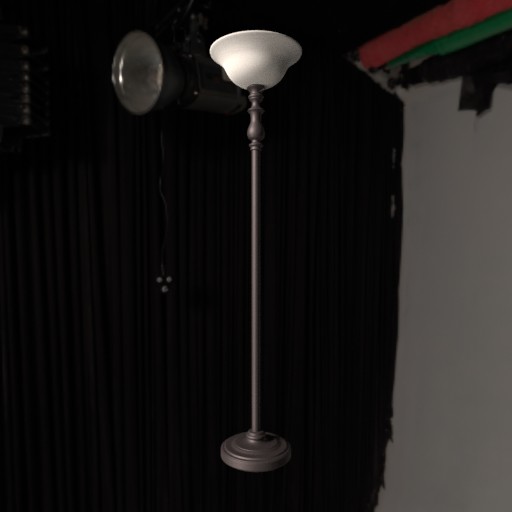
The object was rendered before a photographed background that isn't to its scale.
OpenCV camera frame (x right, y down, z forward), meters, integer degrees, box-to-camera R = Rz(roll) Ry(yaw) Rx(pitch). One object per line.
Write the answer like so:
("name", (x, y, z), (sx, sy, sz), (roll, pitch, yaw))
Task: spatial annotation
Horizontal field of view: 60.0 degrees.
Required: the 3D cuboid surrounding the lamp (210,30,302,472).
("lamp", (0.000, 0.000, 1.973), (0.405, 1.797, 0.405), (-1, 1, -36))
